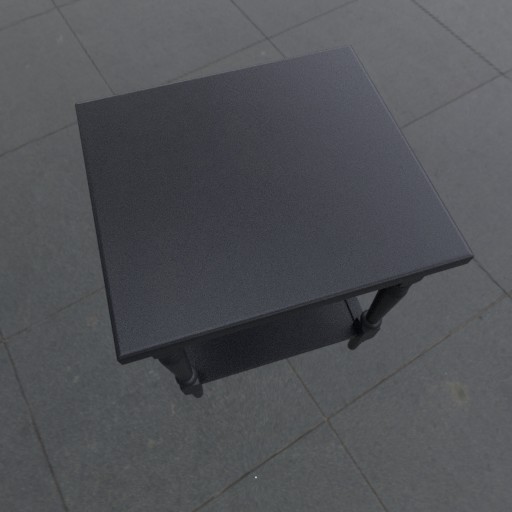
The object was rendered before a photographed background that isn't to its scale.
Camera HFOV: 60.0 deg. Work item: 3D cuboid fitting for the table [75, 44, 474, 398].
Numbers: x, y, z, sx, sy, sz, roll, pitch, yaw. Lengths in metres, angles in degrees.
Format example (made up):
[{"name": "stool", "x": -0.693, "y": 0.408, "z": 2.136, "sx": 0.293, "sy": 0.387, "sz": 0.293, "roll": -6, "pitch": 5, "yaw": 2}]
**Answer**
[{"name": "table", "x": 0.000, "y": 0.000, "z": 0.914, "sx": 0.488, "sy": 0.565, "sz": 0.442, "roll": -15, "pitch": 64, "yaw": -7}]
